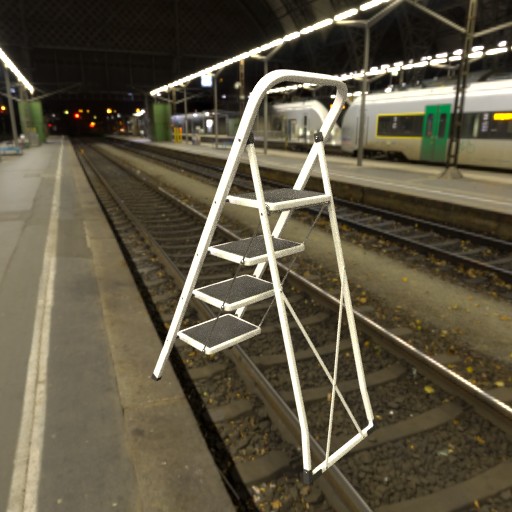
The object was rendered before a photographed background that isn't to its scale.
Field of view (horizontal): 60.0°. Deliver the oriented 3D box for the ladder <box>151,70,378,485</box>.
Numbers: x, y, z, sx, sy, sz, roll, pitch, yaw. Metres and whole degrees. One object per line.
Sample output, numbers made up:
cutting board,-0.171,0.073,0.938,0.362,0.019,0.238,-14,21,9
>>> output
ladder,0.000,0.000,1.693,0.460,1.265,0.914,-15,22,-42
